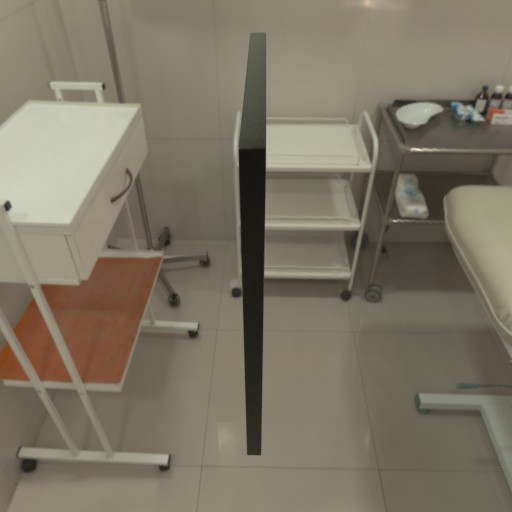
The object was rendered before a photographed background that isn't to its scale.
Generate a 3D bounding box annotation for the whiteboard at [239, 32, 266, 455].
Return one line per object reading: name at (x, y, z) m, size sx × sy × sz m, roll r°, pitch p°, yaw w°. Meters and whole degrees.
whiteboard at (0.000, 0.000, 0.764) m, size 0.026 × 0.611 × 0.406 m, roll 1°, pitch 41°, yaw 1°
